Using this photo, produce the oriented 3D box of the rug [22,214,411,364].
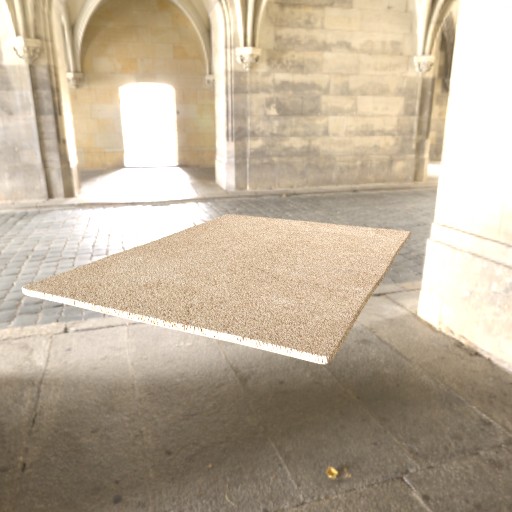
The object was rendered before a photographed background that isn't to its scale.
[{"bbox_3d":[0.000,0.000,2.095,1.199,0.025,1.600,8,18,25],"label":"rug"}]
